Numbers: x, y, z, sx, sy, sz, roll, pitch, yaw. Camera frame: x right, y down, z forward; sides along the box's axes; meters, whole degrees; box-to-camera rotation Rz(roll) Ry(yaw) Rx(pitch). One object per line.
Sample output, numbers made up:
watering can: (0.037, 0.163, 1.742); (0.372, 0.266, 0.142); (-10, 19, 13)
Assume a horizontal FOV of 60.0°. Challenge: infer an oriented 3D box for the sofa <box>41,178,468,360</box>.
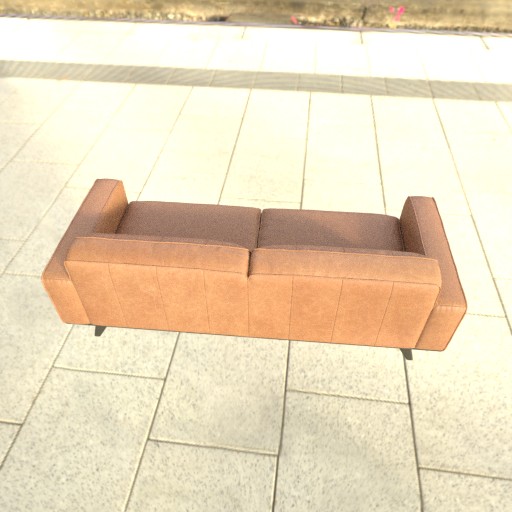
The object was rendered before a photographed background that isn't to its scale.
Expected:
sofa: (0.000, 0.000, 2.737); (2.270, 0.780, 0.953); (4, 46, 4)
